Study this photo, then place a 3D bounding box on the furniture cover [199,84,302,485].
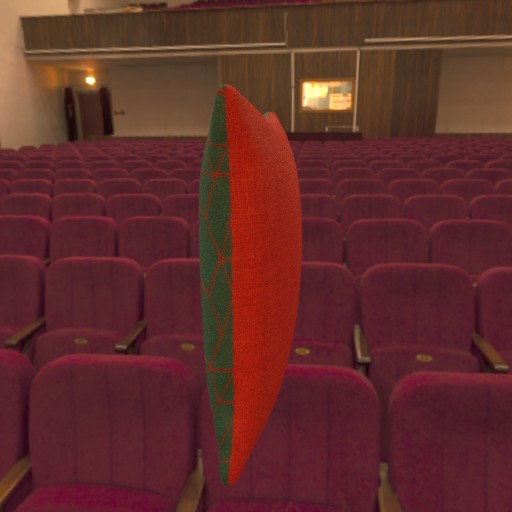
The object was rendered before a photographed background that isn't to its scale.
[{"bbox_3d":[0.000,0.000,0.771,0.158,0.508,0.517,2,15,7],"label":"furniture cover"}]
